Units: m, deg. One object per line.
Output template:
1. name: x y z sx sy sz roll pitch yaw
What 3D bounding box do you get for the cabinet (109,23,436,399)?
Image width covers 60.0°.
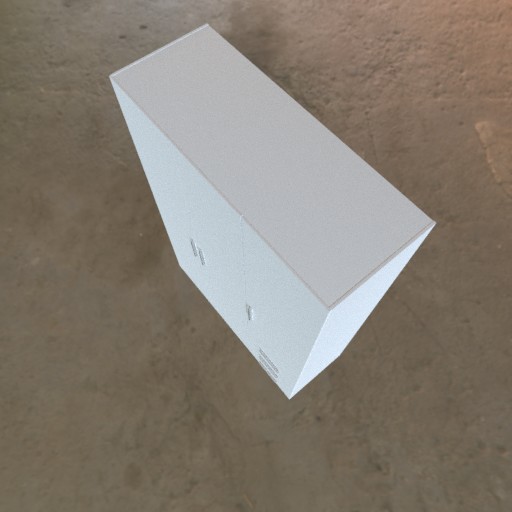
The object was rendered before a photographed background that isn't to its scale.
1. cabinet: 0.000 0.000 2.496 0.510 1.910 1.290 -36 70 -16
